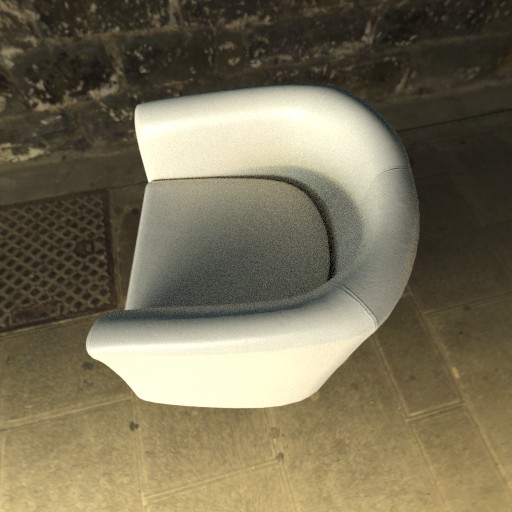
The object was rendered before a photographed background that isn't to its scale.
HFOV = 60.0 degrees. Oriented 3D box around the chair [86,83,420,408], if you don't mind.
[{"bbox_3d":[0.000,0.000,1.319,0.727,0.756,0.792,0,58,0],"label":"chair"}]
